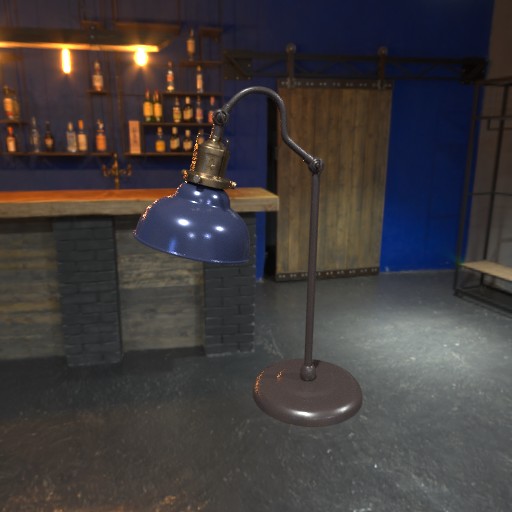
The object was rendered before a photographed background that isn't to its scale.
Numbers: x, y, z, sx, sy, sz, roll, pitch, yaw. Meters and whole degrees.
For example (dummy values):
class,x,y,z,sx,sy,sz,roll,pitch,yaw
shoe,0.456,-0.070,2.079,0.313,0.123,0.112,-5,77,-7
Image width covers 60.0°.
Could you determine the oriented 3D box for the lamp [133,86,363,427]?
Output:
class,x,y,z,sx,sy,sz,roll,pitch,yaw
lamp,0.000,0.000,0.706,0.374,0.508,0.192,-2,15,-8
